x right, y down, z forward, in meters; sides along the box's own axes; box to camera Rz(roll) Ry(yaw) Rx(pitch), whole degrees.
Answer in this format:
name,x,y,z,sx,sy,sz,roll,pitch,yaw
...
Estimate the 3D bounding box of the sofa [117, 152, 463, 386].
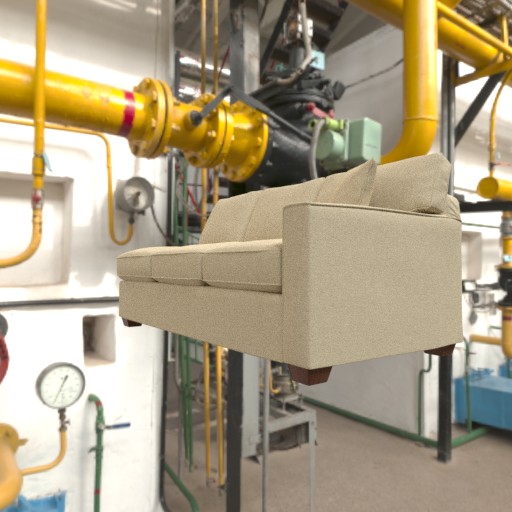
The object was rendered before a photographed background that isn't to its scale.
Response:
name,x,y,z,sx,sy,sz,roll,pitch,yaw
sofa,0.000,0.000,2.586,1.034,0.946,1.963,1,-1,-36
